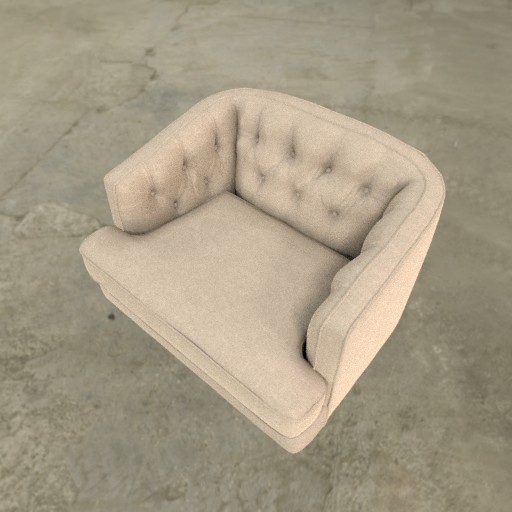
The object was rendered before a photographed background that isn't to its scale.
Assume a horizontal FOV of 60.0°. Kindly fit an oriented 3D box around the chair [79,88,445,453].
[{"bbox_3d":[0.000,0.000,1.739,1.104,0.852,0.941,32,55,26],"label":"chair"}]
